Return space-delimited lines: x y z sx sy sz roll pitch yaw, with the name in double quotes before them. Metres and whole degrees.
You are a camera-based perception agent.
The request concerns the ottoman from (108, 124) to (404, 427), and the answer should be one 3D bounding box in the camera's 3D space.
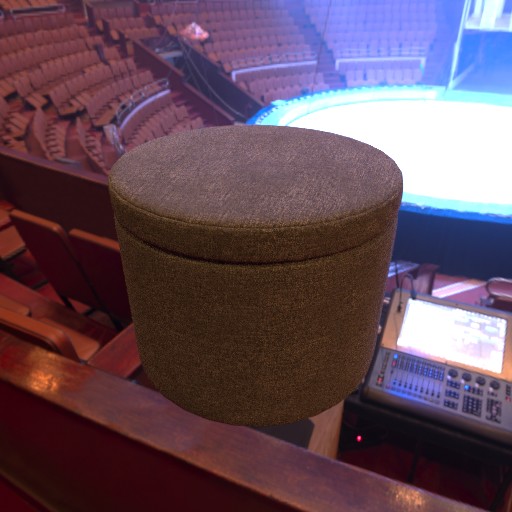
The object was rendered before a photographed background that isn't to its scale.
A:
"ottoman" 0.000 0.000 0.867 0.500 0.419 0.500 0 31 0
